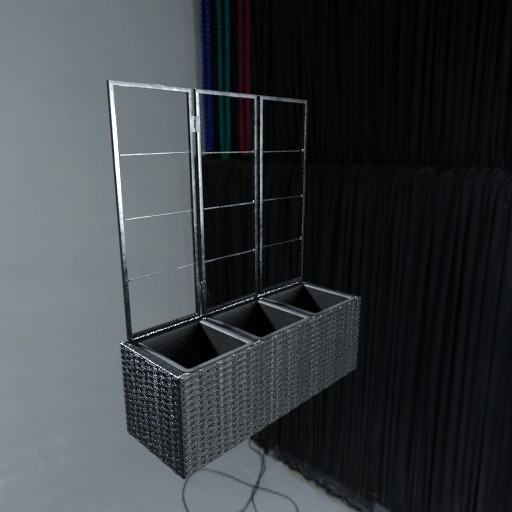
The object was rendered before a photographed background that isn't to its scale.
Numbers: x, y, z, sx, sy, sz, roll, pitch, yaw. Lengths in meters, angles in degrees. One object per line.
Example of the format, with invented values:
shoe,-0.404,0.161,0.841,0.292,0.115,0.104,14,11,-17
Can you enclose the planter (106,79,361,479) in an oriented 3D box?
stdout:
planter,0.000,0.000,1.184,0.244,0.841,0.698,14,20,43
